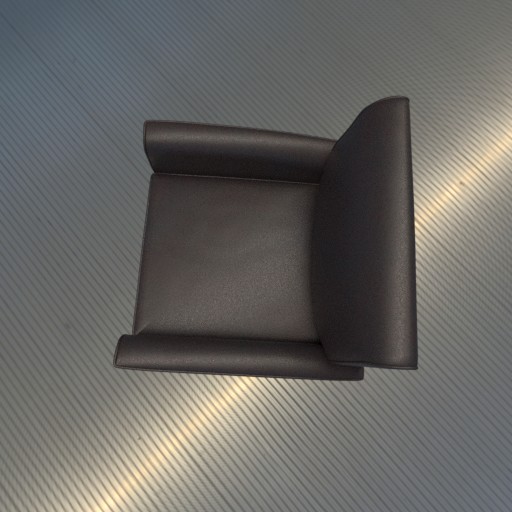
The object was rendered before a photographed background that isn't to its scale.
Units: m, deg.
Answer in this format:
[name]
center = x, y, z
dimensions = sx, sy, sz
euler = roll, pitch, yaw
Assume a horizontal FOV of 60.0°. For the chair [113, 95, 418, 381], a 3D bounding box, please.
[chair]
center = 0.000, 0.000, 1.562
dimensions = 0.819, 0.916, 0.820
euler = 3, 76, 1
